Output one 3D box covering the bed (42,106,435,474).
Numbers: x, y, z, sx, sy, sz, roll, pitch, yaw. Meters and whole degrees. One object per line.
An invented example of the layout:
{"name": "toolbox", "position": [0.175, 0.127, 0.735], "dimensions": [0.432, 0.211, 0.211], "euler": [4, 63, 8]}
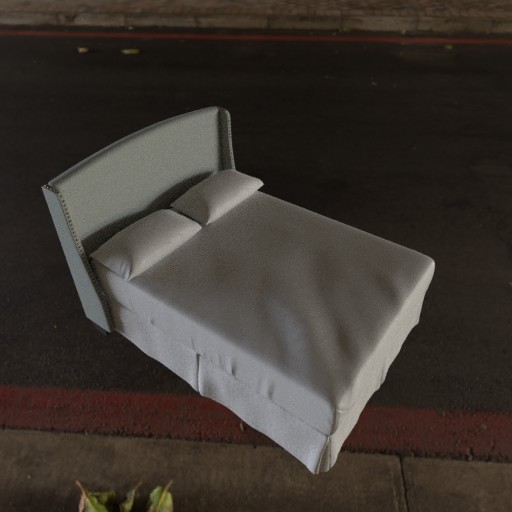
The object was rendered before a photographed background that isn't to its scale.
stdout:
{"name": "bed", "position": [0.000, 0.000, 3.275], "dimensions": [2.237, 1.407, 1.710], "euler": [25, 46, 27]}
